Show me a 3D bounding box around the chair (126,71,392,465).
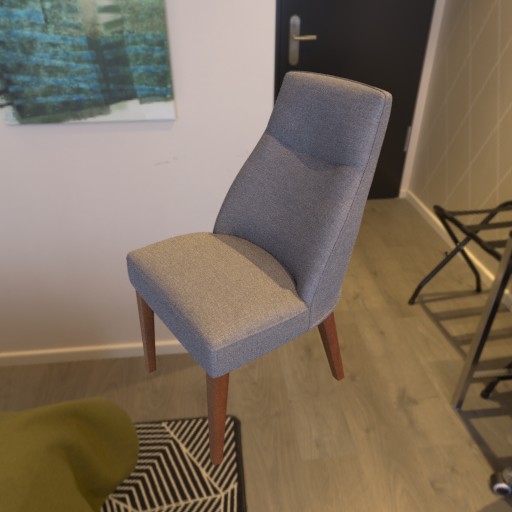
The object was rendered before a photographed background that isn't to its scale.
[{"bbox_3d":[0.000,0.000,1.297,0.620,0.930,0.500,-22,38,-30],"label":"chair"}]
